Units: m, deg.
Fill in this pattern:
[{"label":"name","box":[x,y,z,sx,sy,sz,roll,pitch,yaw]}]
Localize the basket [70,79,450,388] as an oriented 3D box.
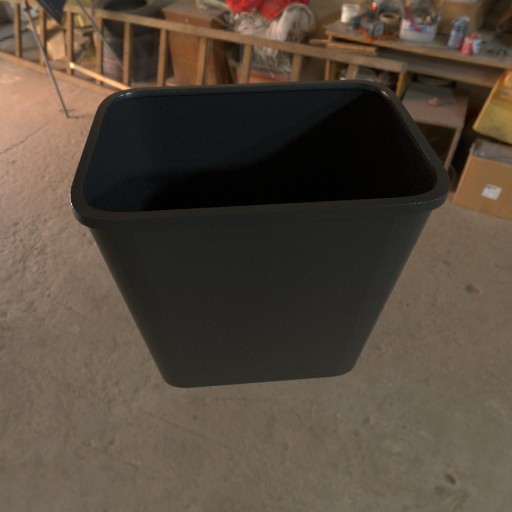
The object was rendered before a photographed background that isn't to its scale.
[{"label":"basket","box":[0.000,0.000,0.504,0.300,0.307,0.211,-3,46,-3]}]
